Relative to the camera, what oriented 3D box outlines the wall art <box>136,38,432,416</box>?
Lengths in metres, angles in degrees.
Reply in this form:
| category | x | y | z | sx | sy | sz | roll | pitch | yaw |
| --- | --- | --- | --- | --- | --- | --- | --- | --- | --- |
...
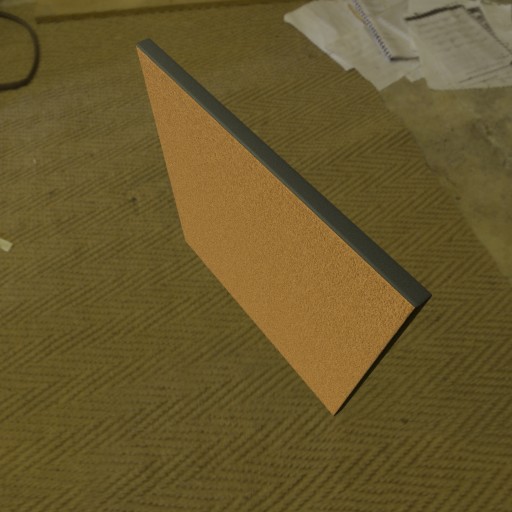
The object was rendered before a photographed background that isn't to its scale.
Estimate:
| category | x | y | z | sx | sy | sz | roll | pitch | yaw |
| --- | --- | --- | --- | --- | --- | --- | --- | --- | --- |
| wall art | 0.000 | 0.000 | 0.657 | 0.022 | 0.453 | 0.456 | -34 | 65 | -19 |
